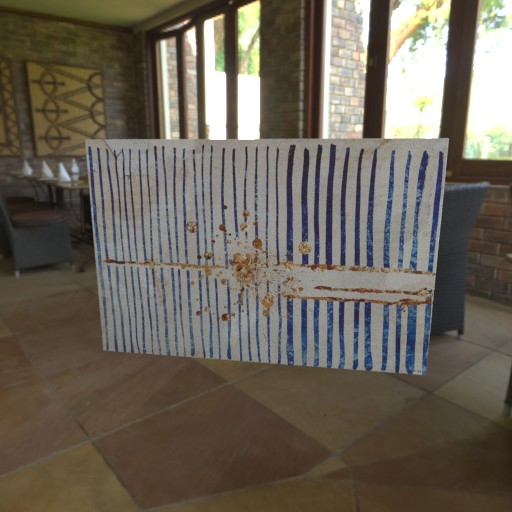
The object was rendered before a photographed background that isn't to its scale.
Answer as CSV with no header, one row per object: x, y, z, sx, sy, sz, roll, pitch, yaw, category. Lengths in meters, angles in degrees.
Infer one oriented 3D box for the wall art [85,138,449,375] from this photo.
0.000,0.000,1.484,1.143,0.757,0.038,2,14,9,wall art
